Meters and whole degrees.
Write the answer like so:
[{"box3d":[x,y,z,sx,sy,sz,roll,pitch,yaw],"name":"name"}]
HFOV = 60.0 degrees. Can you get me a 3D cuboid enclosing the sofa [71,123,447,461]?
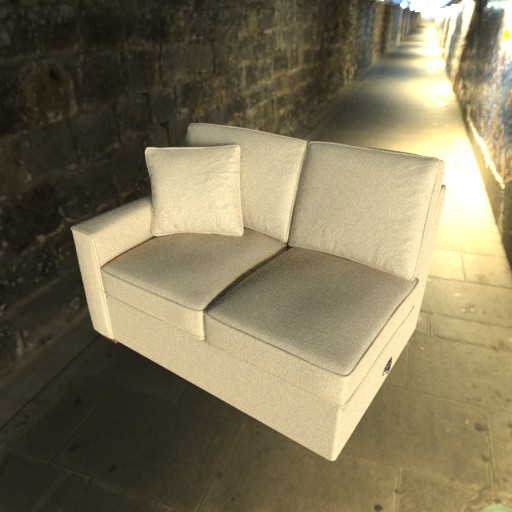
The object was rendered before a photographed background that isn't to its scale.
[{"box3d":[0.000,0.000,2.056,1.388,0.989,0.991,18,34,30],"name":"sofa"}]
